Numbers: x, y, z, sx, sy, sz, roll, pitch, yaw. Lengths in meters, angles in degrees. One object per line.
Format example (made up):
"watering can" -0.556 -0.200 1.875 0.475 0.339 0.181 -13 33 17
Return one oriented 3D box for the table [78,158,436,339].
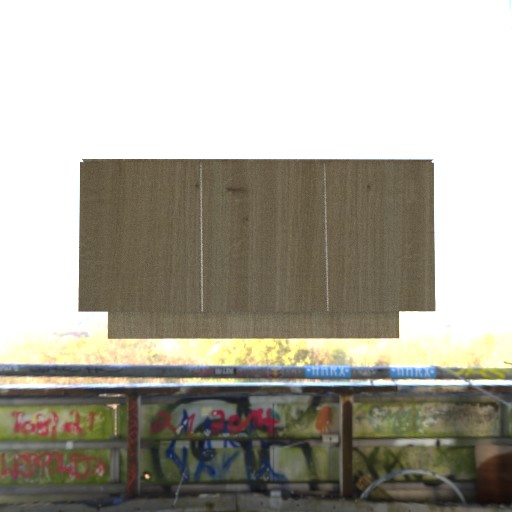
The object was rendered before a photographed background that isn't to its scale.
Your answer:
"table" 0.000 0.000 1.396 0.678 0.353 1.110 0 -1 0
